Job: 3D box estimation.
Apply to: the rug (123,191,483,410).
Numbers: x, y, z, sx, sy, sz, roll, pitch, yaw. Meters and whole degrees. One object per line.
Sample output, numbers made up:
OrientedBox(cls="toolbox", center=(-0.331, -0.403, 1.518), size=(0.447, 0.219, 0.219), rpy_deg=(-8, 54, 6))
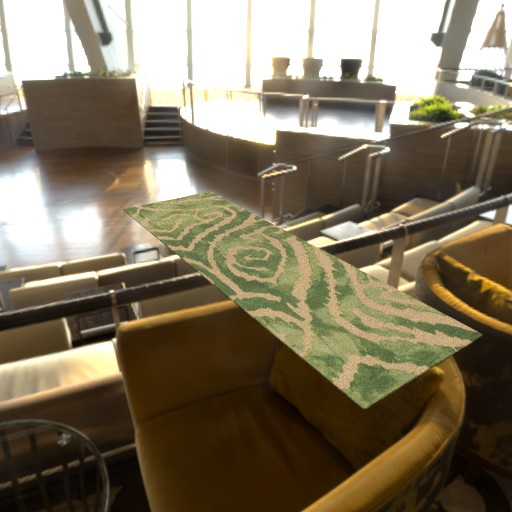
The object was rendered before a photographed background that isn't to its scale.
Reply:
OrientedBox(cls="rug", center=(0.000, 0.000, 2.666), size=(0.761, 0.006, 2.438), rpy_deg=(-17, 32, -31))
